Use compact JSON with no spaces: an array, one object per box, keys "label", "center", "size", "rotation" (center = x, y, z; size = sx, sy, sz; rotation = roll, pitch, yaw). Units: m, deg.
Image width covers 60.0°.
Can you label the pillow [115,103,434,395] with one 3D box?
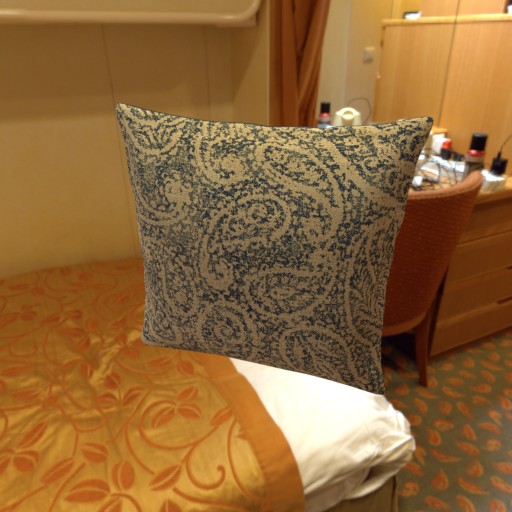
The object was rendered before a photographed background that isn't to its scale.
[{"label":"pillow","center":[0.000,0.000,0.804],"size":[0.523,0.510,0.166],"rotation":[8,27,15]}]
